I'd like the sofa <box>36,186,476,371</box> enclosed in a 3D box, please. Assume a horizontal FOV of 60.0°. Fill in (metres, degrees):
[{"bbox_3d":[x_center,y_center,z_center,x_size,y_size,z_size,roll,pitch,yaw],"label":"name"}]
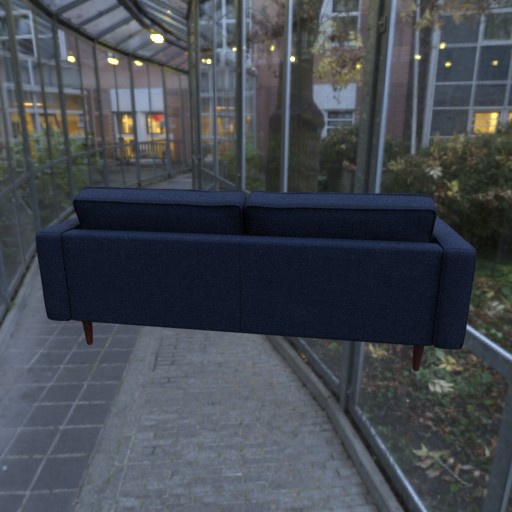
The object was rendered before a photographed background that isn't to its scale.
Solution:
[{"bbox_3d":[0.000,0.000,2.317,1.880,0.762,0.914,3,17,9],"label":"sofa"}]
